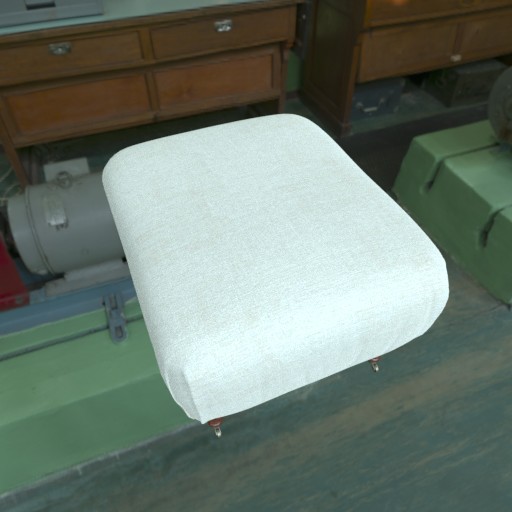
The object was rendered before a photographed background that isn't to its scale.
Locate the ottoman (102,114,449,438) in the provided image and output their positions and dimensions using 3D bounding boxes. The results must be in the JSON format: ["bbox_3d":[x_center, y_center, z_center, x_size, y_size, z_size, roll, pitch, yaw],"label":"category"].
[{"bbox_3d":[0.000,0.000,1.141,0.622,0.450,0.747,-17,48,-16],"label":"ottoman"}]
